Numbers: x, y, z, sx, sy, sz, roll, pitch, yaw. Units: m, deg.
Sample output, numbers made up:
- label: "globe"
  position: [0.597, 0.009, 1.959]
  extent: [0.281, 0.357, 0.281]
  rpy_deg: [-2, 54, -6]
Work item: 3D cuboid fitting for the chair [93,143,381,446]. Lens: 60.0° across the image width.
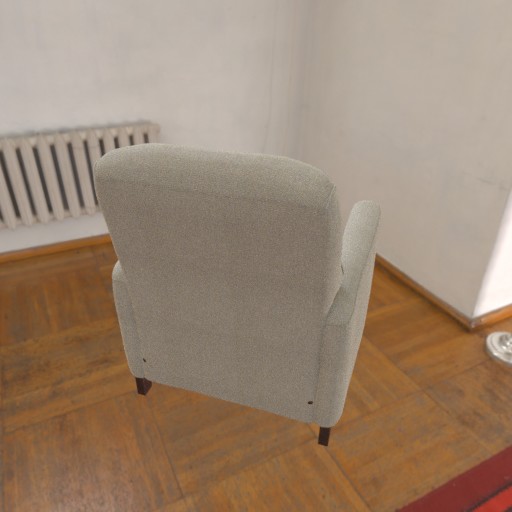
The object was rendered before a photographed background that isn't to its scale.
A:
- label: "chair"
  position: [0.000, 0.000, 1.645]
  extent: [0.850, 1.006, 0.853]
  rpy_deg: [10, 32, 16]
